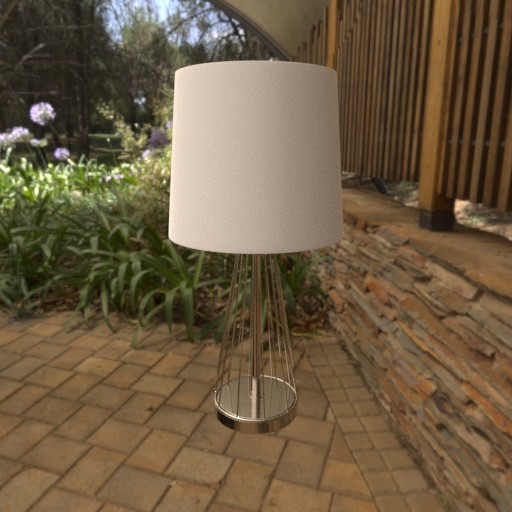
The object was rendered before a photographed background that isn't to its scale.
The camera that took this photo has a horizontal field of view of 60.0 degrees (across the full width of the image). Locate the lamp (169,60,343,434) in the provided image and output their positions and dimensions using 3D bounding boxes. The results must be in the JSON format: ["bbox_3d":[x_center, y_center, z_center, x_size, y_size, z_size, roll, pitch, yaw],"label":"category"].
[{"bbox_3d":[0.000,0.000,0.794,0.303,0.618,0.303,0,14,0],"label":"lamp"}]
